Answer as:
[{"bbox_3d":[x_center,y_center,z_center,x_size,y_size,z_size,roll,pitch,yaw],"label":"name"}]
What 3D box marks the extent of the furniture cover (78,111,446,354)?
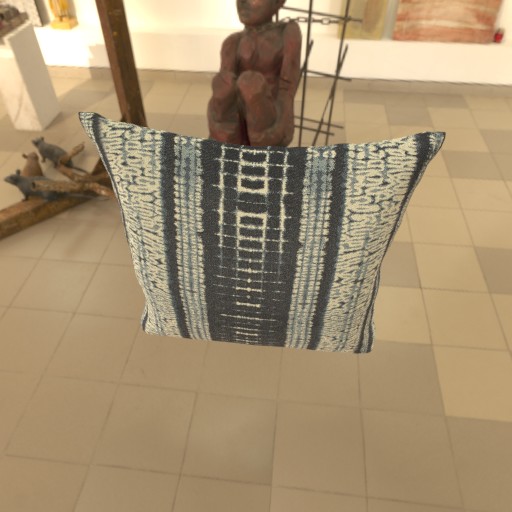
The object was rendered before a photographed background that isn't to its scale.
[{"bbox_3d":[0.000,0.000,0.660,0.425,0.435,0.133,4,45,4],"label":"furniture cover"}]
